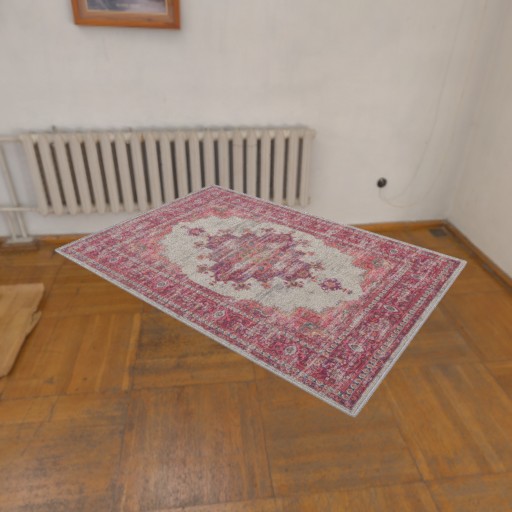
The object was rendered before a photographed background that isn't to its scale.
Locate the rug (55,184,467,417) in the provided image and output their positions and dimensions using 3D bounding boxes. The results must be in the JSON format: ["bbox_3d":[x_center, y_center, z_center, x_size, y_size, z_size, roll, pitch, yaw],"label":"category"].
[{"bbox_3d":[0.000,0.000,2.909,2.232,0.011,1.555,21,36,32],"label":"rug"}]
